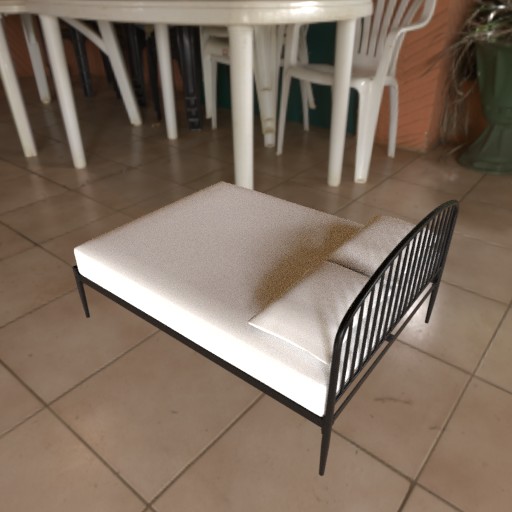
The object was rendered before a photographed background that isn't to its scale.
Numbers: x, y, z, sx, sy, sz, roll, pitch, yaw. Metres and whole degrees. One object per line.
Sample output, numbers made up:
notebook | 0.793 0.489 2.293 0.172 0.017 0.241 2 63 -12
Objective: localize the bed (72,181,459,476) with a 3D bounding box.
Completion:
bed | 0.000 0.000 3.146 2.159 1.166 1.618 22 38 32
